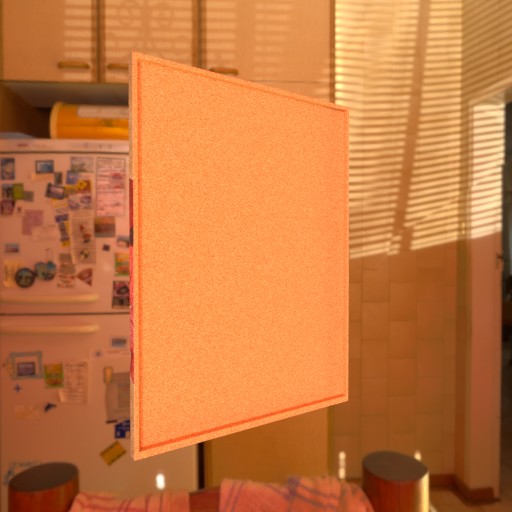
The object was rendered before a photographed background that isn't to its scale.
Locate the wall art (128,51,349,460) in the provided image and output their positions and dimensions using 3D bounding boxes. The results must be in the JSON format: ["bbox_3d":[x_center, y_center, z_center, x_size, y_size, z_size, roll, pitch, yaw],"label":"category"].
[{"bbox_3d":[0.000,0.000,1.327,0.762,1.015,0.031,-1,1,-35],"label":"wall art"}]
